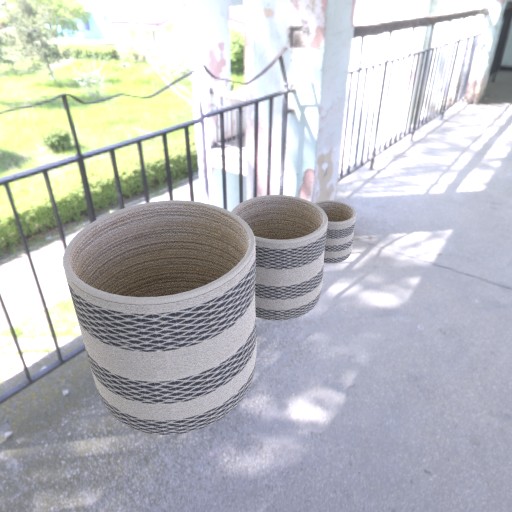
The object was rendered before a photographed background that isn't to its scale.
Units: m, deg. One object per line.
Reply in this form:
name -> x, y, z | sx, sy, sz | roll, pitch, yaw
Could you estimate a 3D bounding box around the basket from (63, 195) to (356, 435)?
basket -> 0.000, 0.000, 1.101 | 0.351, 0.356, 0.917 | 22, 39, 31
